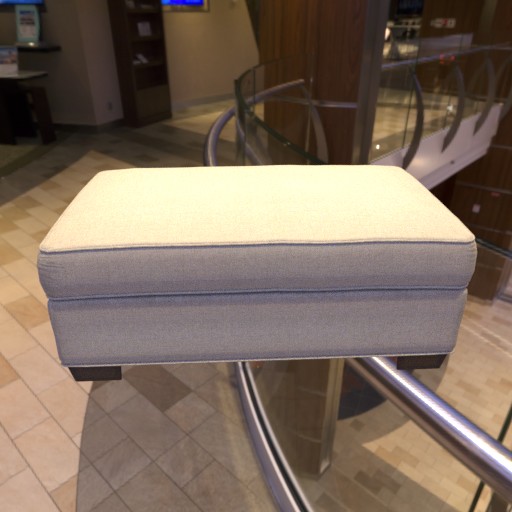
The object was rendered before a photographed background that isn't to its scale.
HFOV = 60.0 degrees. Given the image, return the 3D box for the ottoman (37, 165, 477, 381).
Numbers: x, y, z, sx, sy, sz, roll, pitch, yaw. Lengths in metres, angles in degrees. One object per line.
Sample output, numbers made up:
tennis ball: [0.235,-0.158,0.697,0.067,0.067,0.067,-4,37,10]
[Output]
ottoman: [0.000,0.000,1.407,1.097,0.461,0.617,-1,29,-3]
